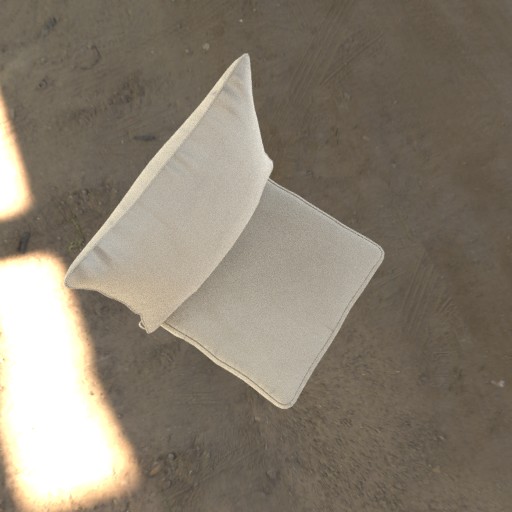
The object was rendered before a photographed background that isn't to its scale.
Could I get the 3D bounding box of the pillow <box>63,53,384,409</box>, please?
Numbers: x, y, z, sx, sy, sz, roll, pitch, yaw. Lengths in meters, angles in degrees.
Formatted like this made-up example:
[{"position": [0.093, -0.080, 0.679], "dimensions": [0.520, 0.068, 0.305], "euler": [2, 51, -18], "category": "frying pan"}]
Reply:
[{"position": [0.000, 0.000, 1.402], "dimensions": [0.733, 0.716, 0.798], "euler": [33, 77, 8], "category": "pillow"}]
